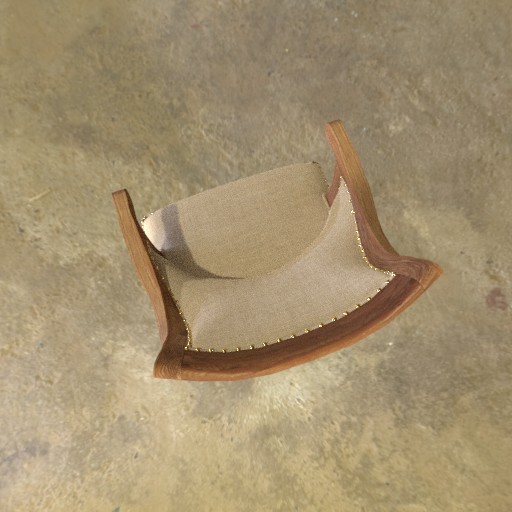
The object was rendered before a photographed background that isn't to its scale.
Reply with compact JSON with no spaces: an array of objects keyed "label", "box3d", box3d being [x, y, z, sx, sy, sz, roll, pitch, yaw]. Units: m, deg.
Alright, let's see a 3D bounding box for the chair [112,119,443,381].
[{"label":"chair","box3d":[0.000,0.000,1.388,0.656,0.965,0.689,-19,77,-5]}]
